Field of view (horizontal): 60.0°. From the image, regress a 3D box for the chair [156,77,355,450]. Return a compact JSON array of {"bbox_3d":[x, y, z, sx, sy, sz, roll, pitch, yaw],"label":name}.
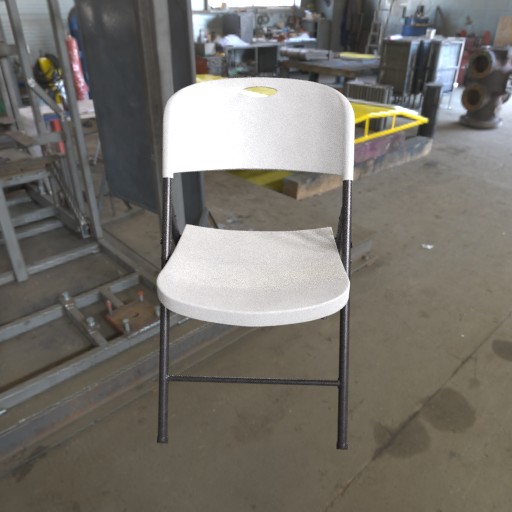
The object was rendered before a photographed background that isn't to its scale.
[{"bbox_3d":[0.000,0.000,1.174,0.494,0.810,0.566,1,30,2],"label":"chair"}]
